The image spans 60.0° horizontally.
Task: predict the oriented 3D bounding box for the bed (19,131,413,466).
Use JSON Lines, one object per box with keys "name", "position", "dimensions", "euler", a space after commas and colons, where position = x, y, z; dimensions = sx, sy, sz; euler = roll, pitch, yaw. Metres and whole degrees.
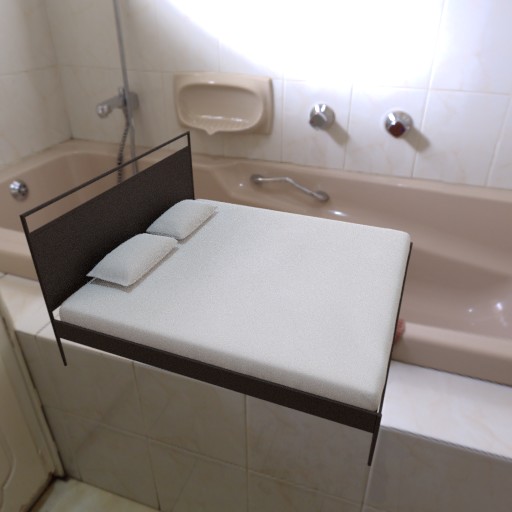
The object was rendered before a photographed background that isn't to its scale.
{"name": "bed", "position": [0.000, 0.000, 3.300], "dimensions": [2.151, 1.173, 1.993], "euler": [11, 32, 18]}
